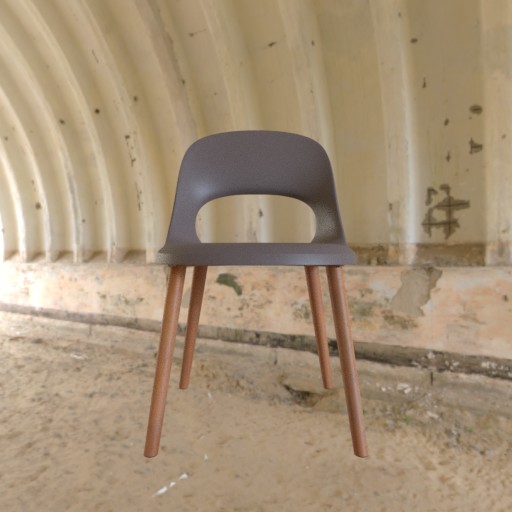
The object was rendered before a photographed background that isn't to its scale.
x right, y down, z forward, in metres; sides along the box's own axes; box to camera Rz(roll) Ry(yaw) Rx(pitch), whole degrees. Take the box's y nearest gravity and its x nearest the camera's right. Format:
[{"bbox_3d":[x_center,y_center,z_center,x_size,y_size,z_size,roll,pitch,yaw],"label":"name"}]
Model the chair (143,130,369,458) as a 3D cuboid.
[{"bbox_3d":[0.000,0.000,1.133,0.470,0.794,0.556,0,0,0],"label":"chair"}]
